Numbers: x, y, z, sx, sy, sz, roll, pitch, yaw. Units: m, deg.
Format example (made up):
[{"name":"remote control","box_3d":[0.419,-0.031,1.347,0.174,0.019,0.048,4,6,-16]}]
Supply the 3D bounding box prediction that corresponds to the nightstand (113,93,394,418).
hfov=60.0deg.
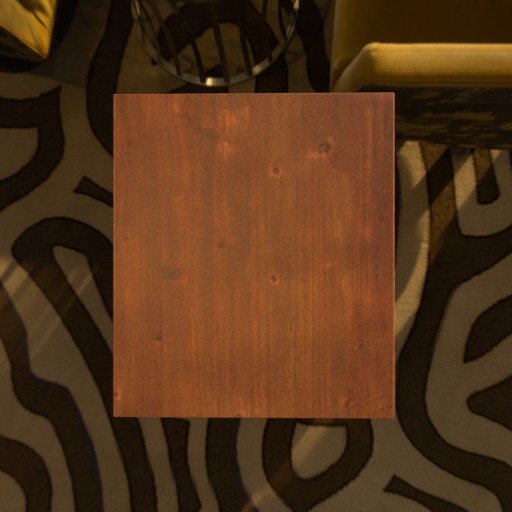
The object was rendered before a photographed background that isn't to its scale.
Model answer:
[{"name":"nightstand","box_3d":[0.000,0.000,0.980,0.410,0.695,0.465,0,90,1]}]
